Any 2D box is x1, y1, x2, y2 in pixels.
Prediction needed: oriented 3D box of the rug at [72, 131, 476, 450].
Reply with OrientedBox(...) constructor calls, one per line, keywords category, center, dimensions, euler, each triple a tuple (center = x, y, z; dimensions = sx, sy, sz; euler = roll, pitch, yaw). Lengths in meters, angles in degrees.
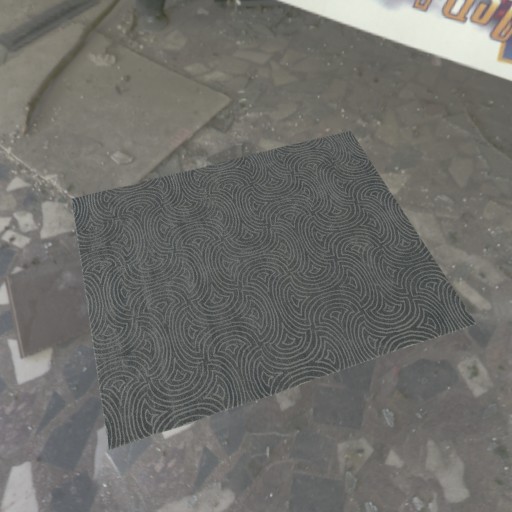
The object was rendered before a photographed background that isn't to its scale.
OrientedBox(category="rug", center=(0.000, 0.000, 4.043), dimensions=(3.042, 0.021, 2.456), euler=(-16, 59, -10))
